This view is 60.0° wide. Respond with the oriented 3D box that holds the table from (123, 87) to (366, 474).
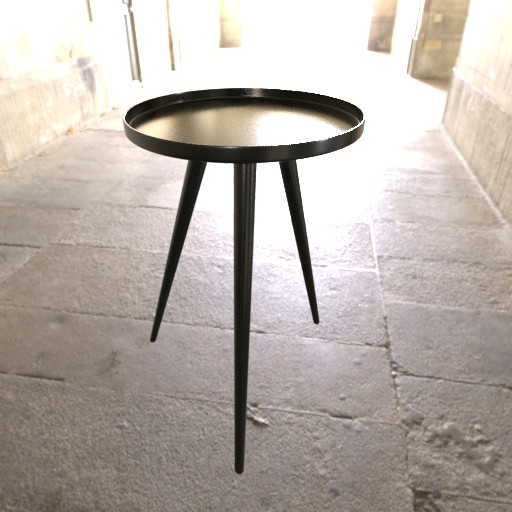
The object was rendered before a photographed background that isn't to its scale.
[{"bbox_3d":[0.000,0.000,0.844,0.415,0.548,0.403,-21,37,-30],"label":"table"}]
